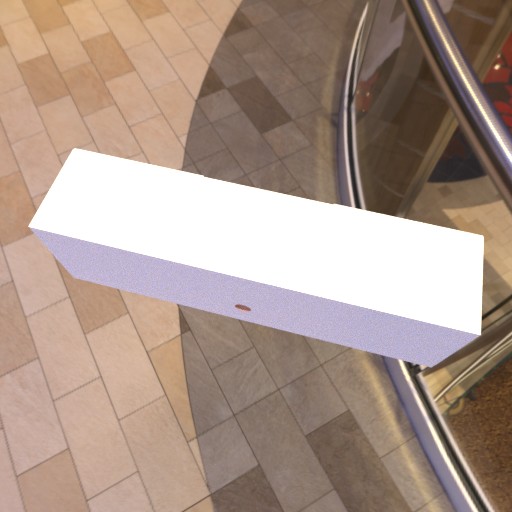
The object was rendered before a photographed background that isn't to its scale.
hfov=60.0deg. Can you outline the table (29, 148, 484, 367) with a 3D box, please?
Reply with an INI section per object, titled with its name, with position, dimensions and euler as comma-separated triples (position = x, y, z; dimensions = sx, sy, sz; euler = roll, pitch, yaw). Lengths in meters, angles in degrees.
[table]
position = 0.000, 0.000, 1.752
dimensions = 1.550, 0.440, 0.400
euler = 13, 63, 7
